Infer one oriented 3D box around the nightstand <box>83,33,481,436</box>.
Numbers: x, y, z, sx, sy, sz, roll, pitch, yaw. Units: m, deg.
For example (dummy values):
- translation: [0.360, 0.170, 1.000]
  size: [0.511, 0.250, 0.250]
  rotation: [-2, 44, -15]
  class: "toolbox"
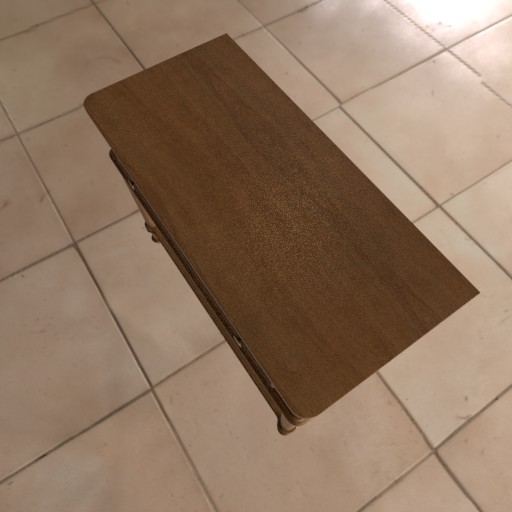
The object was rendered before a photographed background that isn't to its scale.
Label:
- translation: [0.000, 0.000, 1.287]
  size: [0.432, 0.700, 0.914]
  rotation: [-31, 67, -15]
  class: "nightstand"
